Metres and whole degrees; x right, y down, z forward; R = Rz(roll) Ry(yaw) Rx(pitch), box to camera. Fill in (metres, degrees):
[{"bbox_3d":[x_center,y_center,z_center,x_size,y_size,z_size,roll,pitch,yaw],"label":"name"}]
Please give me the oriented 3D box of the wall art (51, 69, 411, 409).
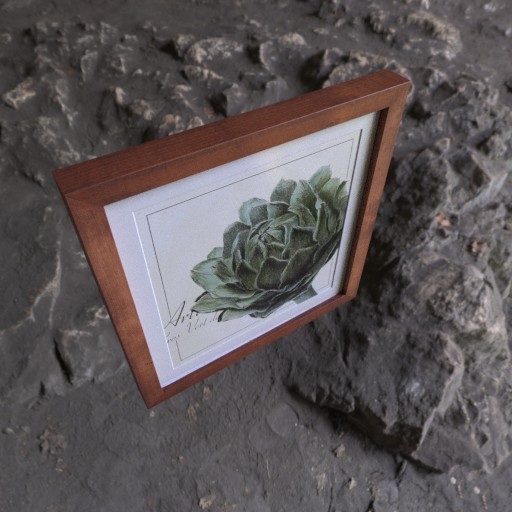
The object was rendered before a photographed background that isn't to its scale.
[{"bbox_3d":[0.000,0.000,0.575,0.386,0.385,0.038,-24,51,-22],"label":"wall art"}]
